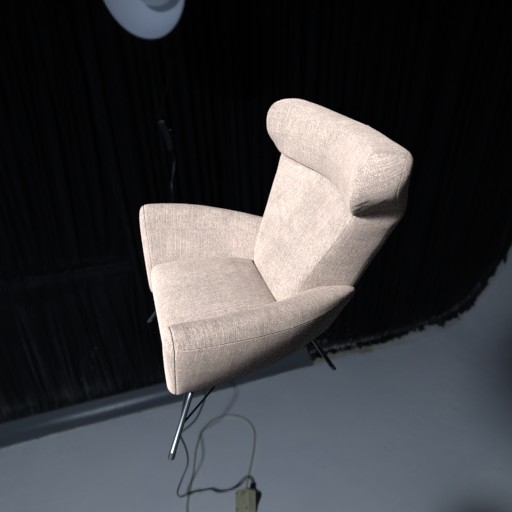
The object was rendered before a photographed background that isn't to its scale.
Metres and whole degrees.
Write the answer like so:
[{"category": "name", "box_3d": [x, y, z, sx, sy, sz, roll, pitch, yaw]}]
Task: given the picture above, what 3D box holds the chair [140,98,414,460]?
[{"category": "chair", "box_3d": [0.000, 0.000, 1.744, 0.900, 1.040, 0.980, -9, 32, -15]}]
